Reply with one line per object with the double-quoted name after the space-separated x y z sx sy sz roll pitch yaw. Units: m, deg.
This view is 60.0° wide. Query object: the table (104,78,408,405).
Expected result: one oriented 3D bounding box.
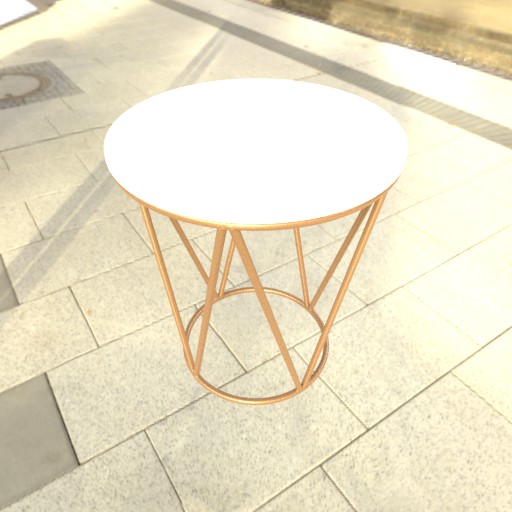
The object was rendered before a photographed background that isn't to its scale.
0.000 0.000 0.935 0.500 0.564 0.500 0 41 0 "table"
